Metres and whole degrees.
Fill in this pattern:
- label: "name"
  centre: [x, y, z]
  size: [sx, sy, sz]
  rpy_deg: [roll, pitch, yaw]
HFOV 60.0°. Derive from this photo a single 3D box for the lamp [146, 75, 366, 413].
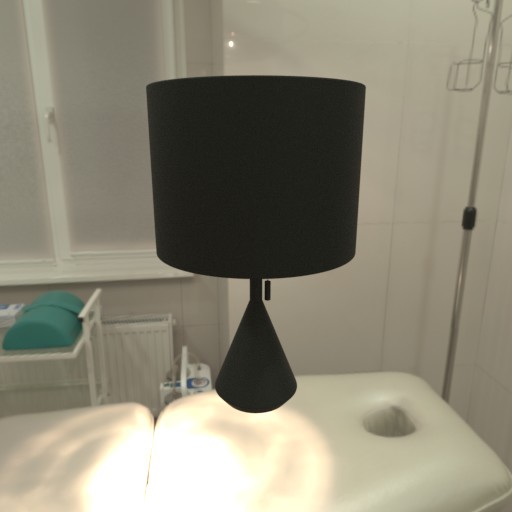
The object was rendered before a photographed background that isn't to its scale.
- label: "lamp"
  centre: [0.000, 0.000, 0.822]
  size: [0.359, 0.584, 0.359]
  rpy_deg: [-2, 16, -7]
